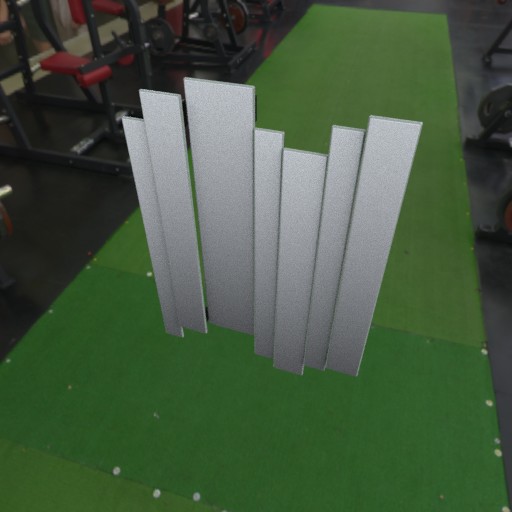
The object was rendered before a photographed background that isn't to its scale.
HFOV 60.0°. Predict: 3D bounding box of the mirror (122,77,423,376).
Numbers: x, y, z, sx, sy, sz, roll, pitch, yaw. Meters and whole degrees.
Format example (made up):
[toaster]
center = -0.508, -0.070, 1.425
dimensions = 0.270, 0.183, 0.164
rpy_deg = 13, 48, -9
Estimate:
[mirror]
center = 0.000, 0.000, 0.805
dimensions = 0.445, 0.611, 0.058
rpy_deg = 13, 43, 14
